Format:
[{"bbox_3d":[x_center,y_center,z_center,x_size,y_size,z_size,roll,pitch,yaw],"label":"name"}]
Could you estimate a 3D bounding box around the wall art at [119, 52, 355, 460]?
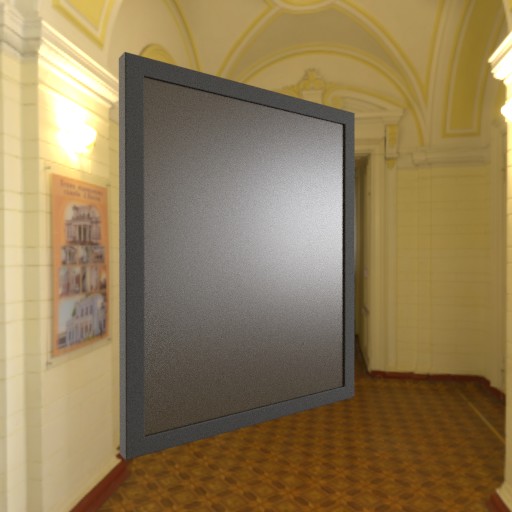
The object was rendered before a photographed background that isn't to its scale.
[{"bbox_3d":[0.000,0.000,0.748,0.457,0.558,0.028,0,1,-36],"label":"wall art"}]
